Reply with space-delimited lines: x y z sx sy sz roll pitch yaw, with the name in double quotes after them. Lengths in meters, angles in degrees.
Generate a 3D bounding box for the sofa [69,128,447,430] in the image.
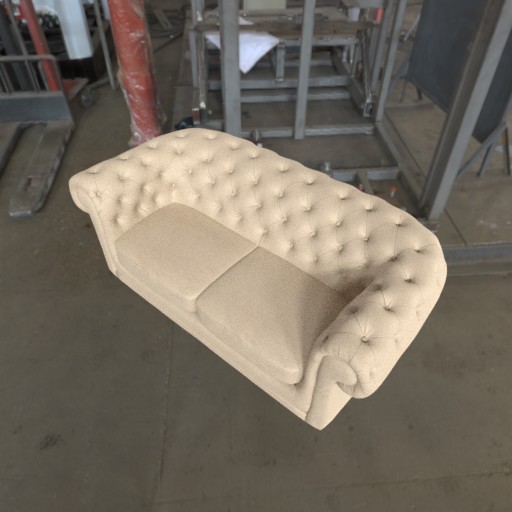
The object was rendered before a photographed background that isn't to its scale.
0.000 0.000 2.567 1.988 0.835 1.069 31 52 28 "sofa"
